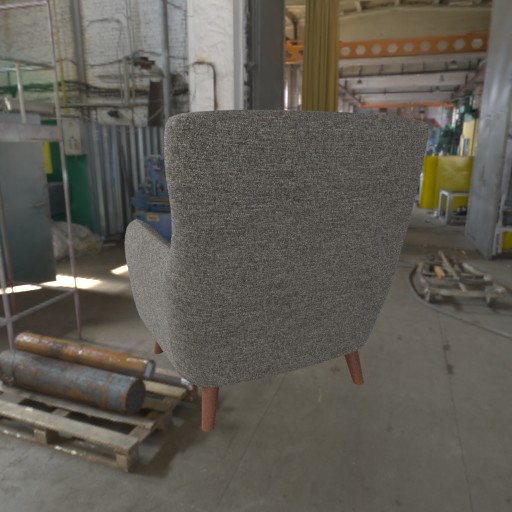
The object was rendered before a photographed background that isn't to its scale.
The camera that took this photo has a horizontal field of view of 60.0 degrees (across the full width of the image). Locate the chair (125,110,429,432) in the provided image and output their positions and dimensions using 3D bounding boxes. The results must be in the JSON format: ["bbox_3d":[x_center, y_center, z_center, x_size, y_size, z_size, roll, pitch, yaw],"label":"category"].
[{"bbox_3d":[0.000,0.000,1.751,0.889,1.039,0.940,-7,16,-26],"label":"chair"}]
